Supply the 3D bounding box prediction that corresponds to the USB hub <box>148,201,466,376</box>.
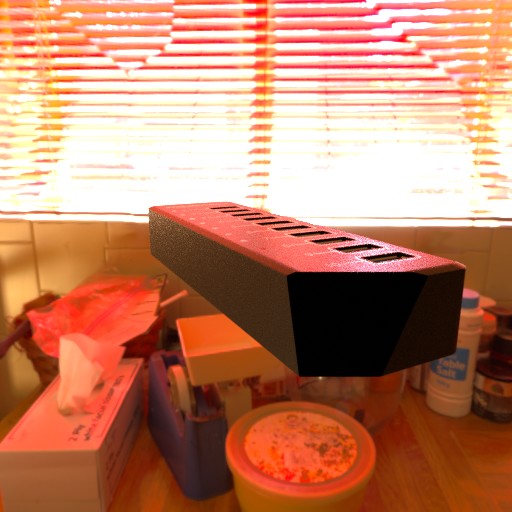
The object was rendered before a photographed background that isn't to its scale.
[{"bbox_3d":[0.000,0.000,0.162,0.044,0.023,0.145,-7,16,-26],"label":"USB hub"}]
